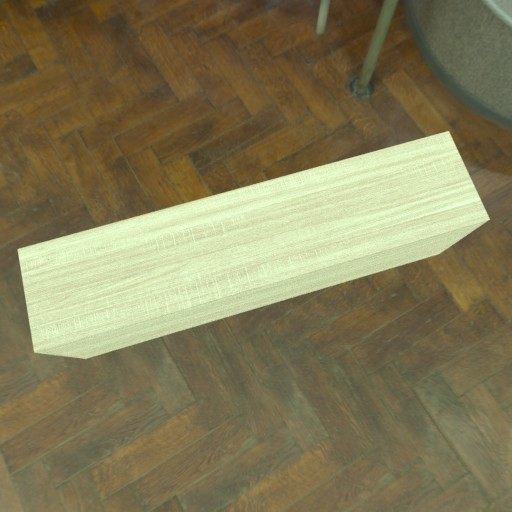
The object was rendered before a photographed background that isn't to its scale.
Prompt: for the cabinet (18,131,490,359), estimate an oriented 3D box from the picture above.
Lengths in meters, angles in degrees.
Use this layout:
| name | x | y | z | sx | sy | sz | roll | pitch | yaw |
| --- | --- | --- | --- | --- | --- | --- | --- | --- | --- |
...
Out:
| name | x | y | z | sx | sy | sz | roll | pitch | yaw |
| --- | --- | --- | --- | --- | --- | --- | --- | --- | --- |
| cabinet | 0.000 | 0.000 | 2.488 | 2.200 | 0.780 | 0.500 | -16 | 75 | -4 |
